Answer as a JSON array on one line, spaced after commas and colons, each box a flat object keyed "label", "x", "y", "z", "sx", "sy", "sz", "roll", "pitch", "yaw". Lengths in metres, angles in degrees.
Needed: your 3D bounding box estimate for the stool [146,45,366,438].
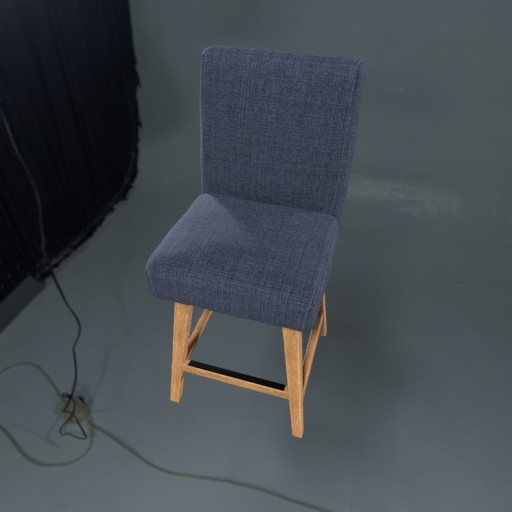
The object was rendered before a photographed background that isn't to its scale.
[{"label": "stool", "x": 0.000, "y": 0.000, "z": 1.309, "sx": 0.459, "sy": 1.010, "sz": 0.526, "roll": 11, "pitch": 43, "yaw": 12}]
